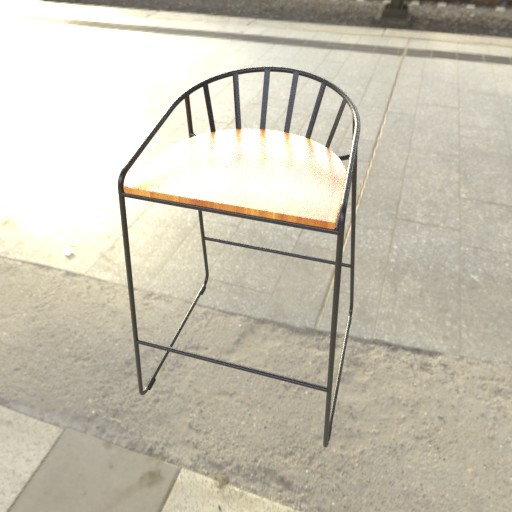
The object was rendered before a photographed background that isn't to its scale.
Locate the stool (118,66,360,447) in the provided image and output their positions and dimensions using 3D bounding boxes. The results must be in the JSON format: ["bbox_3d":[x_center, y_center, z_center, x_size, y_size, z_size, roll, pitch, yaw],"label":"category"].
[{"bbox_3d":[0.000,0.000,1.148,0.546,0.812,0.521,11,42,13],"label":"stool"}]
